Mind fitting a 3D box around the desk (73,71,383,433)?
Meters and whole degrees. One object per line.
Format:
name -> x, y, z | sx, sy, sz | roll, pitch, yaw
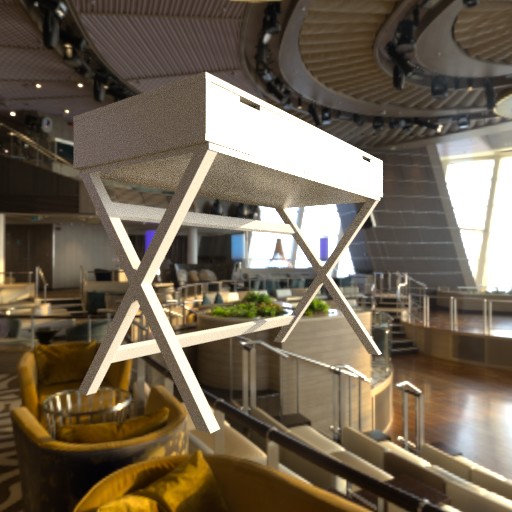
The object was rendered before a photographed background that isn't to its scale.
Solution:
desk -> 0.000, 0.000, 1.524 | 0.509, 0.780, 1.059 | 0, -1, 36
